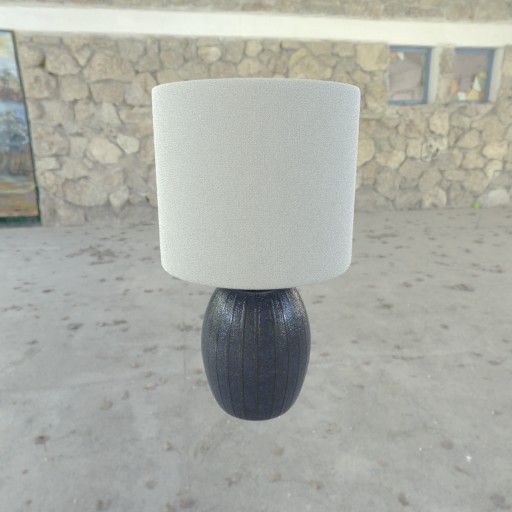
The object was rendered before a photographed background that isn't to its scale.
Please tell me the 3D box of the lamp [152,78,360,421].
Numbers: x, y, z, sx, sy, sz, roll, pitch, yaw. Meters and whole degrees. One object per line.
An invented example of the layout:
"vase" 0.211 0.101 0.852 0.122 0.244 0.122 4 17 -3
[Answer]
"lamp" 0.000 0.000 0.783 0.329 0.570 0.329 -2 15 -9
